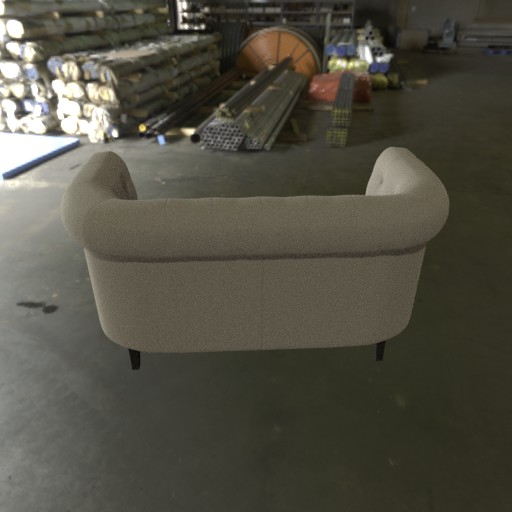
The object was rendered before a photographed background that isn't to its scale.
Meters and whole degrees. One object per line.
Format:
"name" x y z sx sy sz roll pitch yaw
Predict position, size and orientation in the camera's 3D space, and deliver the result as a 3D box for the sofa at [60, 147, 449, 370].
"sofa" 0.000 0.000 2.012 1.558 0.827 0.835 -1 30 -3
